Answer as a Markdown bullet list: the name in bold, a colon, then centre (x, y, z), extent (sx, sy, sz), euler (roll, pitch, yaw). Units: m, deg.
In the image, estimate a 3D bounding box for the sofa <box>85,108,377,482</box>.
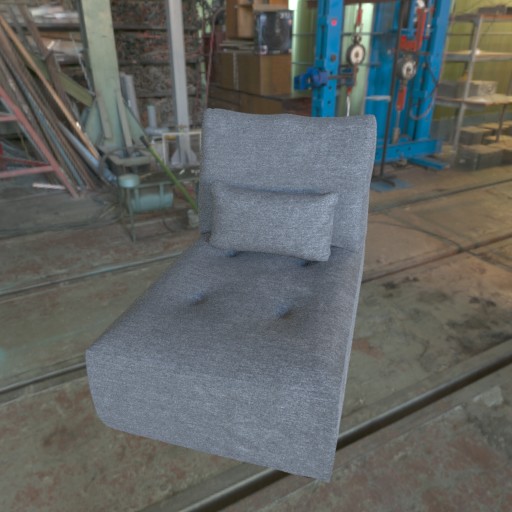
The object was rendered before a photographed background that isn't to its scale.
- **sofa**: centre (0.000, 0.000, 1.503), extent (0.700, 0.820, 1.000), euler (7, 28, 14)
